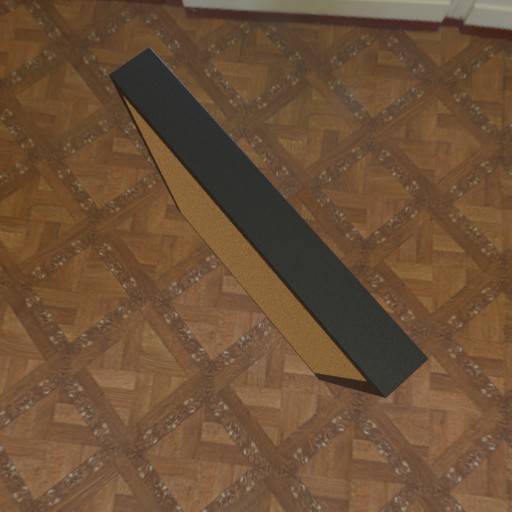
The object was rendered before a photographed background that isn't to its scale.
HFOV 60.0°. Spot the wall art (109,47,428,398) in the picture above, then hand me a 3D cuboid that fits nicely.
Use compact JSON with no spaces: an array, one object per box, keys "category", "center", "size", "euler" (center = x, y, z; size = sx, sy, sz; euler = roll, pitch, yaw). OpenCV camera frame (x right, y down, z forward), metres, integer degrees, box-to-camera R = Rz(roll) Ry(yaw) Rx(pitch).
[{"category":"wall art","center":[0.000,0.000,0.458],"size":[0.038,0.304,0.304],"euler":[-39,79,-9]}]
